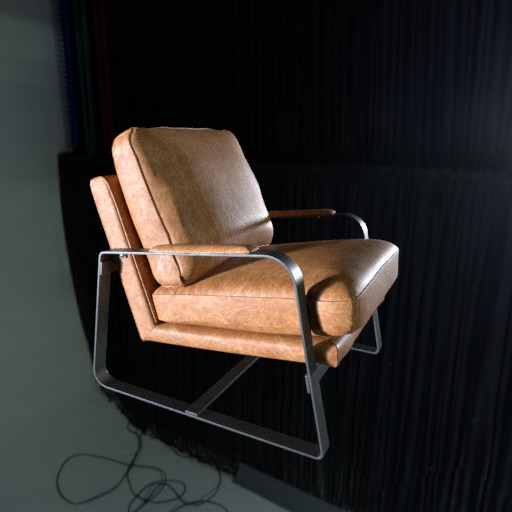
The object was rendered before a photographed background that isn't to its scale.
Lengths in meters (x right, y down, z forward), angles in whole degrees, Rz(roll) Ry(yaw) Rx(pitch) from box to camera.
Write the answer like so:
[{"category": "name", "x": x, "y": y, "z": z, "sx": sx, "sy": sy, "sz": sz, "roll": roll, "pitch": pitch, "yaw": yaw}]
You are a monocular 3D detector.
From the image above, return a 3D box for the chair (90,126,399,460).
[{"category": "chair", "x": 0.000, "y": 0.000, "z": 1.386, "sx": 0.801, "sy": 0.777, "sz": 0.651, "roll": 8, "pitch": 17, "yaw": 26}]
